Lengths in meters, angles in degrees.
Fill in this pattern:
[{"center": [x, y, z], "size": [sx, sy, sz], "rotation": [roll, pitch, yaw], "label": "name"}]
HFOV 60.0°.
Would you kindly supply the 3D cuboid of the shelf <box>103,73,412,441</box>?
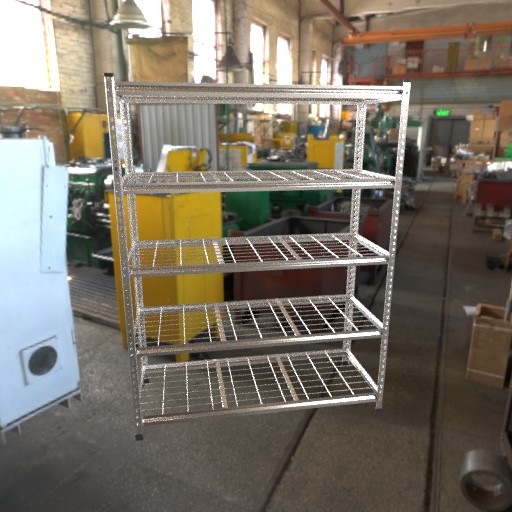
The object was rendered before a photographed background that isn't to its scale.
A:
[{"center": [0.000, 0.000, 2.704], "size": [1.524, 1.981, 0.610], "rotation": [-3, 16, -9], "label": "shelf"}]
